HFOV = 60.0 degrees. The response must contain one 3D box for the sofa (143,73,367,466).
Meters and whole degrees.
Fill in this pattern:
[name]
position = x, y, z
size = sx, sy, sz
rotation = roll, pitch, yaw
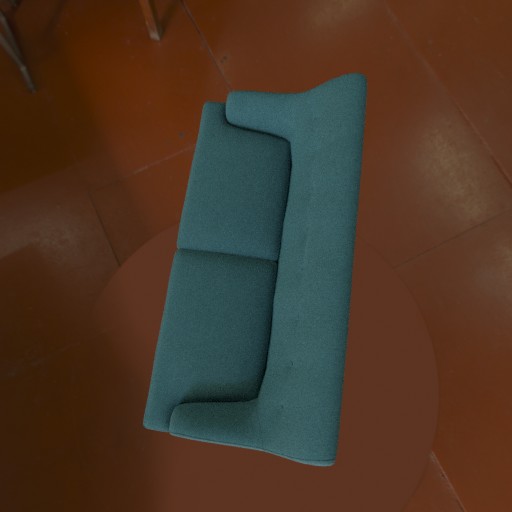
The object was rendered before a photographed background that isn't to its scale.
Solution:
[sofa]
position = 0.000, 0.000, 2.566
size = 0.978, 0.871, 2.057
rotation = 8, 75, 2
